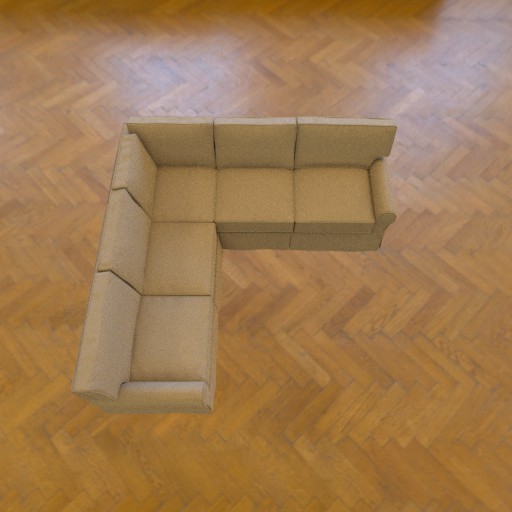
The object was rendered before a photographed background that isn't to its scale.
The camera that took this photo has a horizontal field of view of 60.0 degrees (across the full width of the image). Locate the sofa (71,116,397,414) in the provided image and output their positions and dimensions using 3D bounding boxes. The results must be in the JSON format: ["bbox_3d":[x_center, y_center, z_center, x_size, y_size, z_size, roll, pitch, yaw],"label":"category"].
[{"bbox_3d":[0.000,0.000,4.151,2.733,1.124,2.730,0,63,0],"label":"sofa"}]
